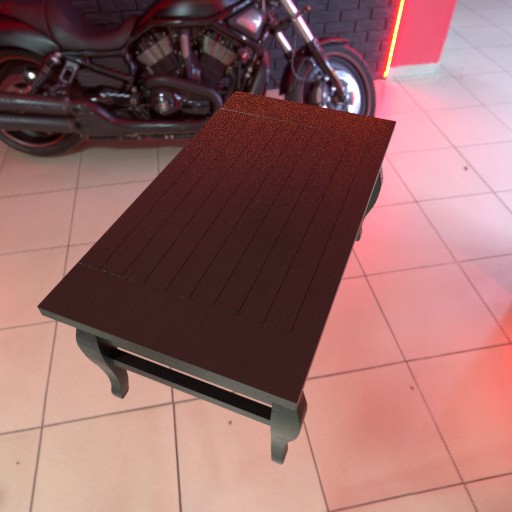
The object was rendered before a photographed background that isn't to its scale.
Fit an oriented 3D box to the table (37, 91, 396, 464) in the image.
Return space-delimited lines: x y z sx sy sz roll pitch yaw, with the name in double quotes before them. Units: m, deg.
"table" 0.000 0.000 1.390 0.600 0.494 1.062 16 49 15
